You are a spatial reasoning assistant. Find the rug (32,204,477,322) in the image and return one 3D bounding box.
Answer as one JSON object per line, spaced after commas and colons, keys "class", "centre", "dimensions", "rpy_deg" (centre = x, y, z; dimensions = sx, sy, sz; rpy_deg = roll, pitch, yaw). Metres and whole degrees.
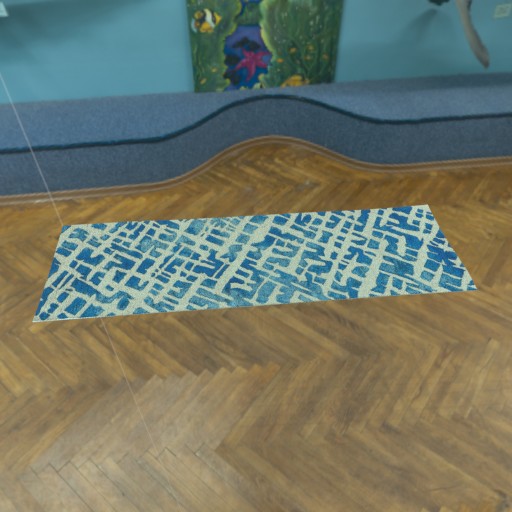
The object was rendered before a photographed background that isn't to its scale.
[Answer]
{"class": "rug", "centre": [0.000, 0.000, 2.690], "dimensions": [2.446, 0.011, 0.768], "rpy_deg": [-4, 46, -4]}
